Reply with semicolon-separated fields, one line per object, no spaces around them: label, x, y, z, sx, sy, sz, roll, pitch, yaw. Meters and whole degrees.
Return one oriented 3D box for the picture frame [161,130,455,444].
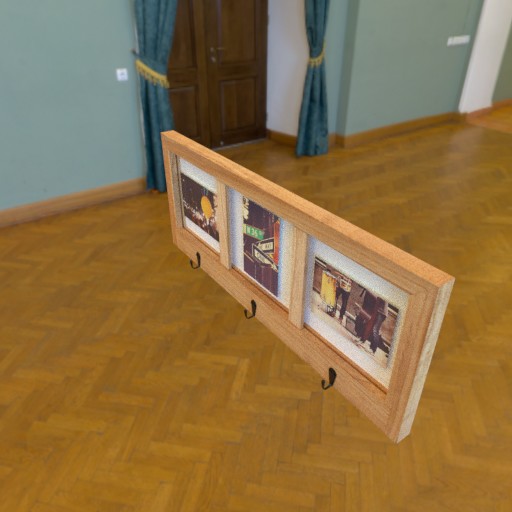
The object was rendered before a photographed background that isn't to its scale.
picture frame;0.000;0.000;0.670;0.045;0.234;0.582;-21;38;-30
